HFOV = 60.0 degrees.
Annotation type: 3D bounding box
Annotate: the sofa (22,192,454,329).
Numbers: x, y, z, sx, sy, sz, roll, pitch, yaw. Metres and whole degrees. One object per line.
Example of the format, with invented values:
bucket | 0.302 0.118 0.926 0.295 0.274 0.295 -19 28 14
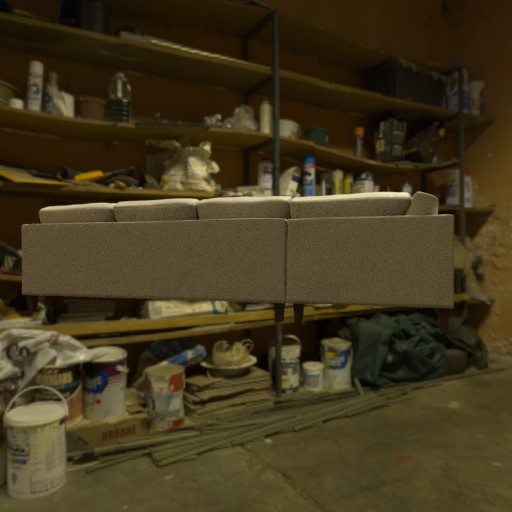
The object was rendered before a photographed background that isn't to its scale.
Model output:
sofa | 0.000 0.000 4.214 3.182 0.863 2.432 0 0 17
